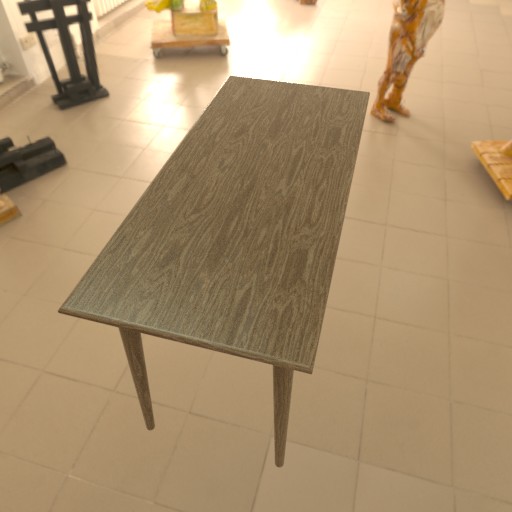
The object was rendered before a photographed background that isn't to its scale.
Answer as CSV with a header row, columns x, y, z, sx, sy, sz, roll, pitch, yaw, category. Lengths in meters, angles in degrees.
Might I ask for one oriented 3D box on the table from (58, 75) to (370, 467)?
x,y,z,sx,sy,sz,roll,pitch,yaw,category
0.000,0.000,1.685,0.599,0.780,1.300,11,47,11,table
